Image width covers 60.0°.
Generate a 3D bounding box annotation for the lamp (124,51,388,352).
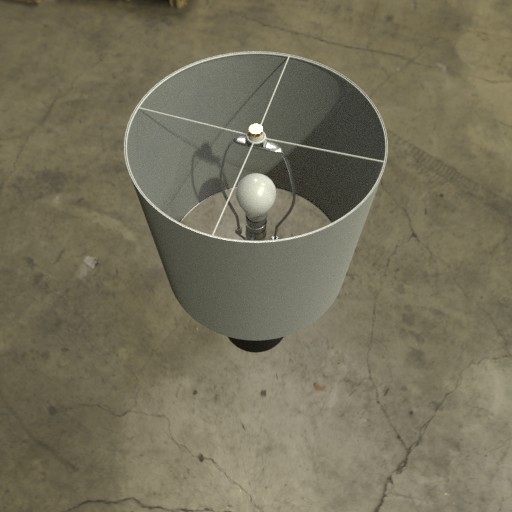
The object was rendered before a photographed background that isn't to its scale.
[{"bbox_3d":[0.000,0.000,0.767,0.308,0.580,0.308,15,60,9],"label":"lamp"}]
